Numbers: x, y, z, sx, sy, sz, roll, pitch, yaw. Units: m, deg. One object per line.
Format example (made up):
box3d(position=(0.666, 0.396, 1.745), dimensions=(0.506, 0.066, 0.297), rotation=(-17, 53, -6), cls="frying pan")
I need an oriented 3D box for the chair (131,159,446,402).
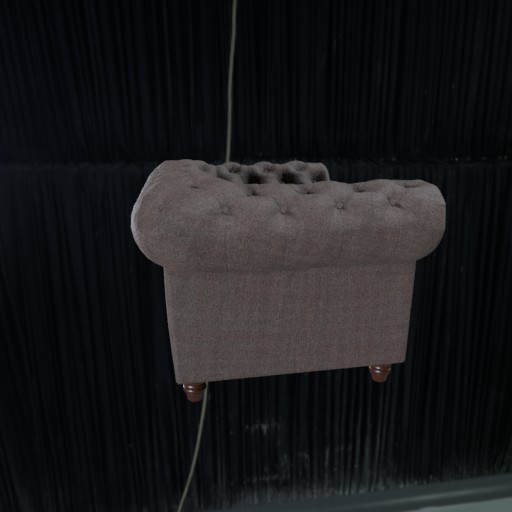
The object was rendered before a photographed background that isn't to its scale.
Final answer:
box3d(position=(0.000, 0.000, 1.911), dimensions=(0.945, 0.780, 1.298), rotation=(-3, 15, -10), cls="chair")
